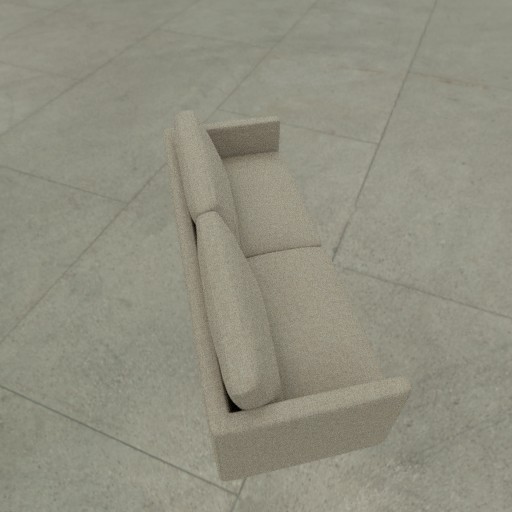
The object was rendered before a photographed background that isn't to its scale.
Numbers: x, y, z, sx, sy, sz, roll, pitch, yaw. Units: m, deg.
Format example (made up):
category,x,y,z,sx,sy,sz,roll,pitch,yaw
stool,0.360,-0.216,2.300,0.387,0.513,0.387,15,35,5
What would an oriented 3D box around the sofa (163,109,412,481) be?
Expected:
category,x,y,z,sx,sy,sz,roll,pitch,yaw
sofa,0.000,0.000,2.895,0.951,0.965,2.434,-10,48,-9
